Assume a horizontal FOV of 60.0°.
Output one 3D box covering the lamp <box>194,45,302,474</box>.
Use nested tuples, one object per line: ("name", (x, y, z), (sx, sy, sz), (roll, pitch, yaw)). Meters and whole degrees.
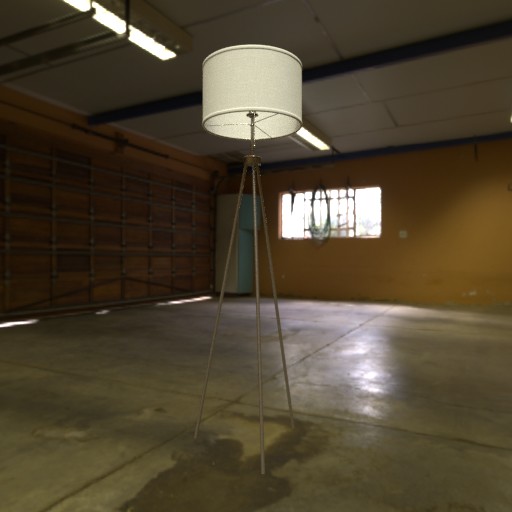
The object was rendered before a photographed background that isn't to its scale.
("lamp", (0.000, 0.000, 1.799), (0.448, 1.545, 0.458), (0, 0, -18))
